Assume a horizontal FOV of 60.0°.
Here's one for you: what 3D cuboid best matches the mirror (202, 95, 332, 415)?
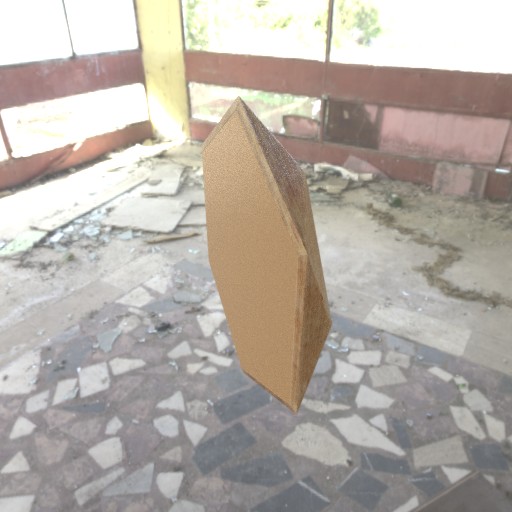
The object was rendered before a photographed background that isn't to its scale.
[{"bbox_3d":[0.000,0.000,1.118,0.091,0.779,0.675,-11,32,-18],"label":"mirror"}]
